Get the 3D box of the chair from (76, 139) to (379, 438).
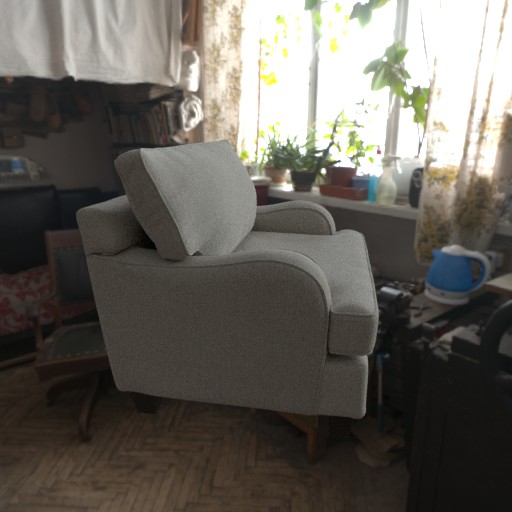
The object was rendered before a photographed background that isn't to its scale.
[{"bbox_3d":[0.000,0.000,2.054,1.041,1.016,1.220,3,17,10],"label":"chair"}]
